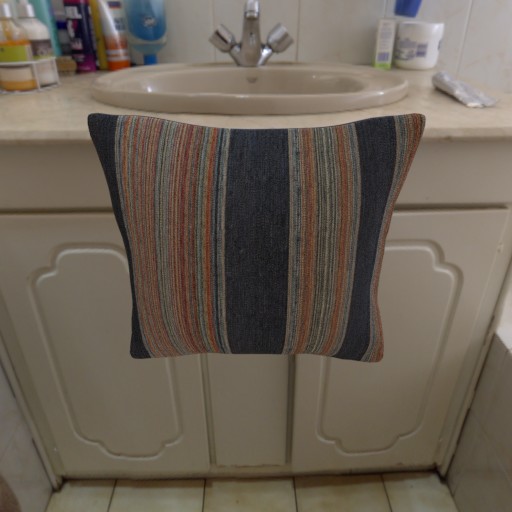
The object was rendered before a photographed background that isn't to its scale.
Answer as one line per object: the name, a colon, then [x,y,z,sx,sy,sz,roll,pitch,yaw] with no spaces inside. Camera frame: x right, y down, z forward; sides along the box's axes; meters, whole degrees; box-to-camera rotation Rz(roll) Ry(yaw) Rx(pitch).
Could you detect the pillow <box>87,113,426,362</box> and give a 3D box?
pillow: [0.000,0.000,0.664,0.437,0.419,0.136,0,30,1]
